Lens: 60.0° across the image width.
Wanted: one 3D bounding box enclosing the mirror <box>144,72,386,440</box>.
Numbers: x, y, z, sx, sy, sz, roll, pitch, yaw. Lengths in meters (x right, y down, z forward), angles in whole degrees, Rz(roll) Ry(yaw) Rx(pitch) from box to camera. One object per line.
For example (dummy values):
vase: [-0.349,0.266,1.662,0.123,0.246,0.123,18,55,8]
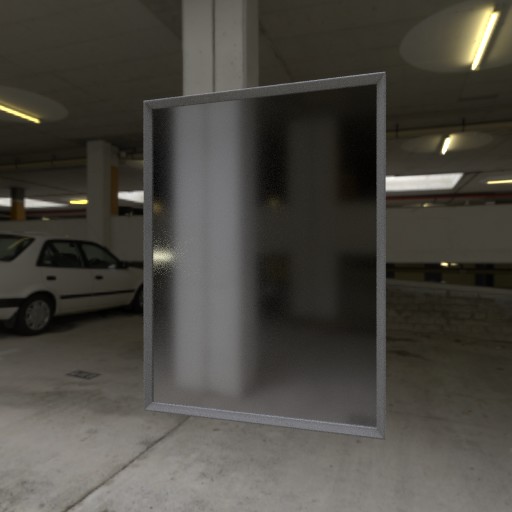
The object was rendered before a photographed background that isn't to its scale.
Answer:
mirror: [0.000,0.000,1.358,0.762,1.016,0.041,0,0,18]
